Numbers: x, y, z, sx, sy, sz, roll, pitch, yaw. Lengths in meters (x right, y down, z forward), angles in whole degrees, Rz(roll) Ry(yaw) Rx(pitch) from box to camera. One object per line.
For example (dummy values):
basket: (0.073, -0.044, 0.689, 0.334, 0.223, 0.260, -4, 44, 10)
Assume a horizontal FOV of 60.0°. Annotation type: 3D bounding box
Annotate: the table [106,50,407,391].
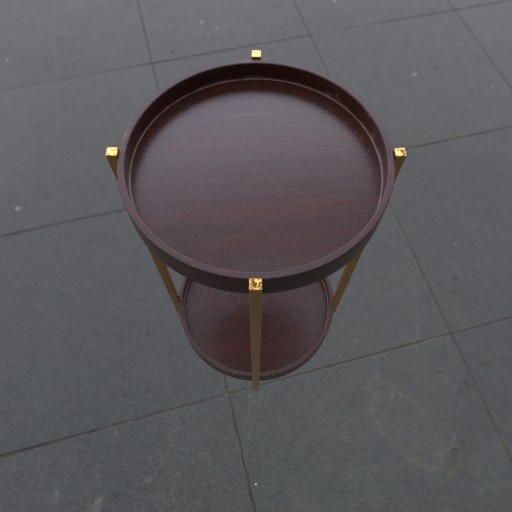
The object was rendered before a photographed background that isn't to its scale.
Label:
table: (0.000, 0.000, 0.862, 0.400, 0.610, 0.400, 0, 63, 0)
